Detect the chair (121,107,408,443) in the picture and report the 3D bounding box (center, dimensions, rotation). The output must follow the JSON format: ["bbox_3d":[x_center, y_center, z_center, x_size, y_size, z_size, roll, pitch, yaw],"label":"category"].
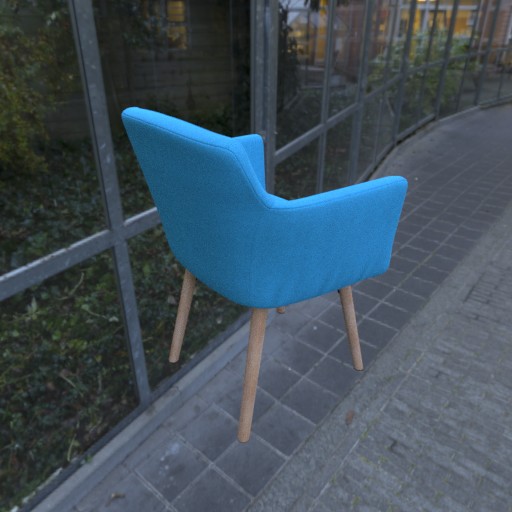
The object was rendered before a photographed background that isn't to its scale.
[{"bbox_3d":[0.000,0.000,1.188,0.540,0.780,0.570,-19,33,-32],"label":"chair"}]
